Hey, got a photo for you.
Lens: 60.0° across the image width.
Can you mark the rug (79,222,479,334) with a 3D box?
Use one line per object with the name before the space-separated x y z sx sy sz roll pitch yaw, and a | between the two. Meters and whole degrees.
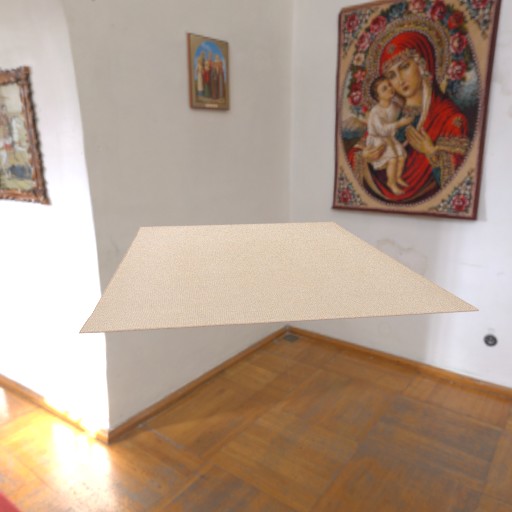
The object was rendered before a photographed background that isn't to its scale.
rug | 0.000 0.000 4.124 2.462 0.018 3.039 -2 15 -8
